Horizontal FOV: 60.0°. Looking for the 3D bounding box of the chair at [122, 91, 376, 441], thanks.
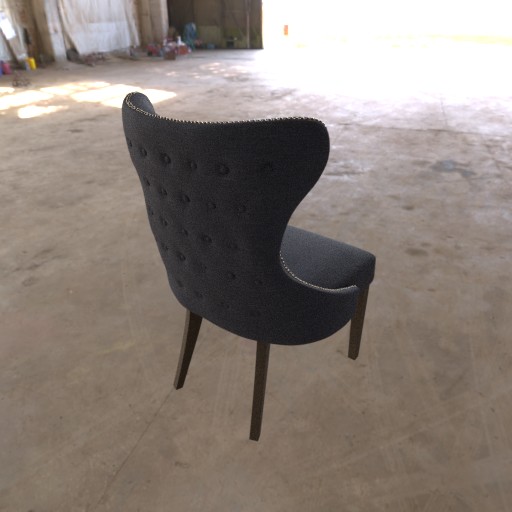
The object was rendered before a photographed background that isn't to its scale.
[{"bbox_3d":[0.000,0.000,1.374,0.628,0.967,0.635,21,35,33],"label":"chair"}]
